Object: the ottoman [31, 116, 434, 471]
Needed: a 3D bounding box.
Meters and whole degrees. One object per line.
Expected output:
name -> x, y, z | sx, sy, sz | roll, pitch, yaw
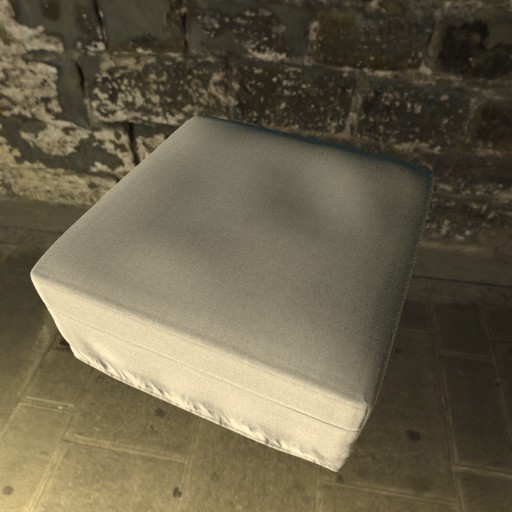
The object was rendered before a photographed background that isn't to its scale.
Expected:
ottoman -> 0.000, 0.000, 1.294 | 0.843, 0.436, 0.840 | 18, 49, 16
